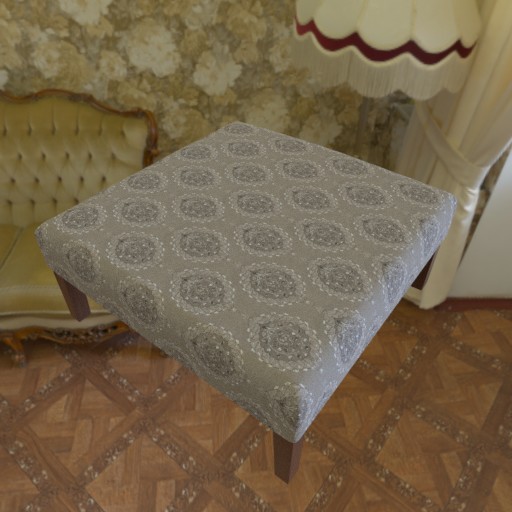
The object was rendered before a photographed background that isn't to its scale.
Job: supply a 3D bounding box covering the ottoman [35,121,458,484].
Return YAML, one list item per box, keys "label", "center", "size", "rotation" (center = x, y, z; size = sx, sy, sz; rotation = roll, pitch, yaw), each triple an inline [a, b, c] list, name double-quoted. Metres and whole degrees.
- label: "ottoman"
  center: [0.000, 0.000, 1.392]
  size: [0.890, 0.411, 0.889]
  rotation: [27, 48, 27]
